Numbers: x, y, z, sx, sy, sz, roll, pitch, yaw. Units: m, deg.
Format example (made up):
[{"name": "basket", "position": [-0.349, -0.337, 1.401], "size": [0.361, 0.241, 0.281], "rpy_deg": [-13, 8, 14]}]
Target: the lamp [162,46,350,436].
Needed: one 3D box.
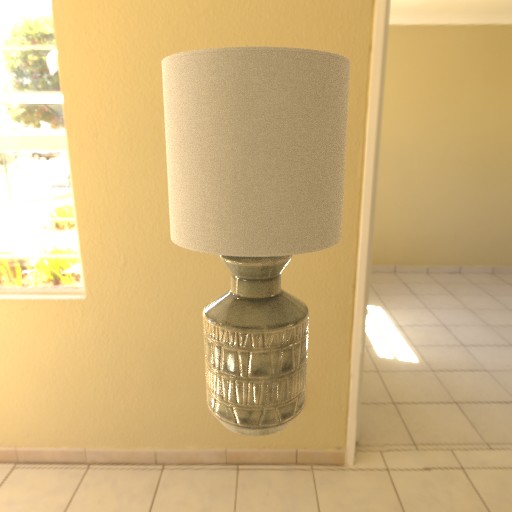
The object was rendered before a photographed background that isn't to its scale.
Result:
[{"name": "lamp", "position": [0.000, 0.000, 0.566], "size": [0.211, 0.455, 0.211], "rpy_deg": [-2, 15, -9]}]
